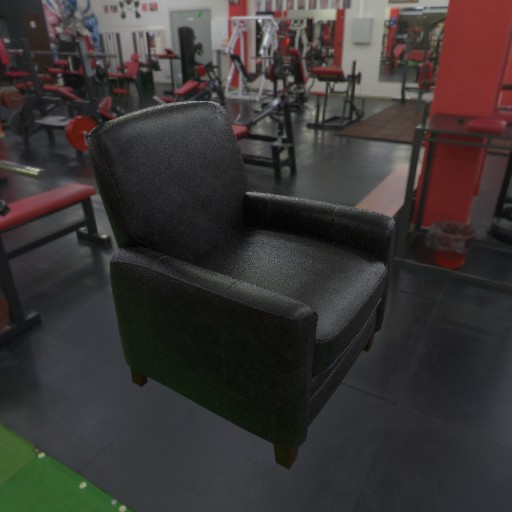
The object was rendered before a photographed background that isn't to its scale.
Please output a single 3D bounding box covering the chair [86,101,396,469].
[{"bbox_3d":[0.000,0.000,1.645,0.864,1.014,0.848,17,32,29],"label":"chair"}]
